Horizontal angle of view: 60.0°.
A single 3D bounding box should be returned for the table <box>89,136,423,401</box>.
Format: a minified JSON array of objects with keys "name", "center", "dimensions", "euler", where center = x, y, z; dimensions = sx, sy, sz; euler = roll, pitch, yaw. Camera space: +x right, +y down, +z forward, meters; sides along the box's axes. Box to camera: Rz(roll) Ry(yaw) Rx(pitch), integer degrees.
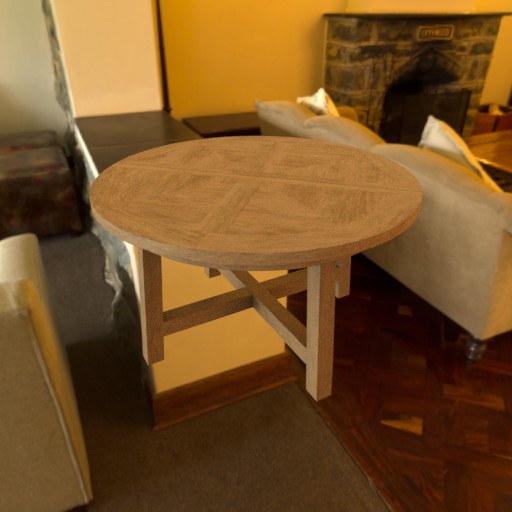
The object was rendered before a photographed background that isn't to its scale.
[{"name":"table","center":[0.000,0.000,2.032],"dimensions":[1.319,0.762,1.319],"euler":[0,29,0]}]
